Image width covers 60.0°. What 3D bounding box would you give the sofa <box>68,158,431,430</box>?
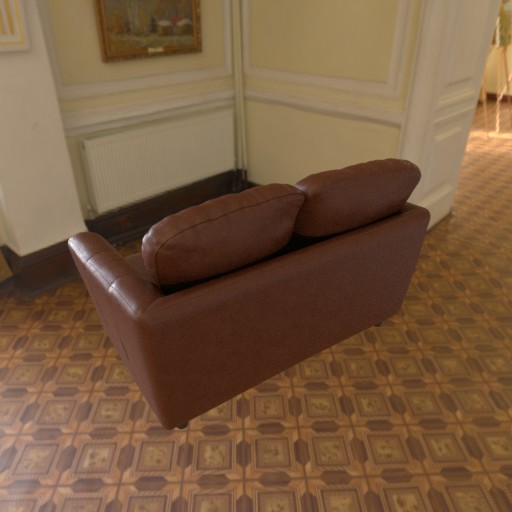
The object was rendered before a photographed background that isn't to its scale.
[{"bbox_3d":[0.000,0.000,1.988,1.406,0.906,0.805,-19,35,-29],"label":"sofa"}]
